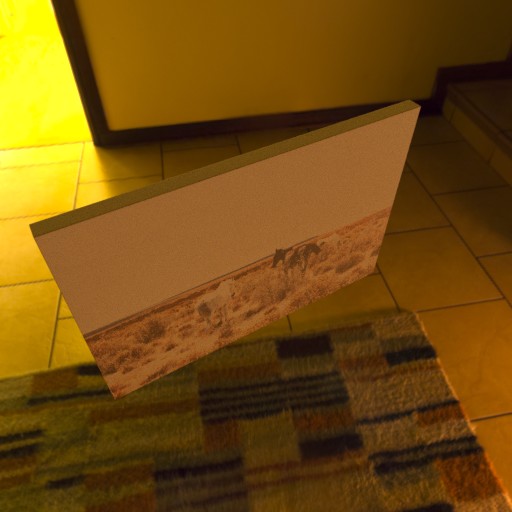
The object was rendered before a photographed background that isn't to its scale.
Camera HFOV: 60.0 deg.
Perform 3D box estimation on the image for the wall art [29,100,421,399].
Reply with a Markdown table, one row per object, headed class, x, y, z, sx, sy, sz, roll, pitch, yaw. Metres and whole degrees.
| class | x | y | z | sx | sy | sz | roll | pitch | yaw |
| --- | --- | --- | --- | --- | --- | --- | --- | --- | --- |
| wall art | 0.000 | 0.000 | 1.441 | 1.138 | 0.761 | 0.051 | -23 | 50 | -21 |
